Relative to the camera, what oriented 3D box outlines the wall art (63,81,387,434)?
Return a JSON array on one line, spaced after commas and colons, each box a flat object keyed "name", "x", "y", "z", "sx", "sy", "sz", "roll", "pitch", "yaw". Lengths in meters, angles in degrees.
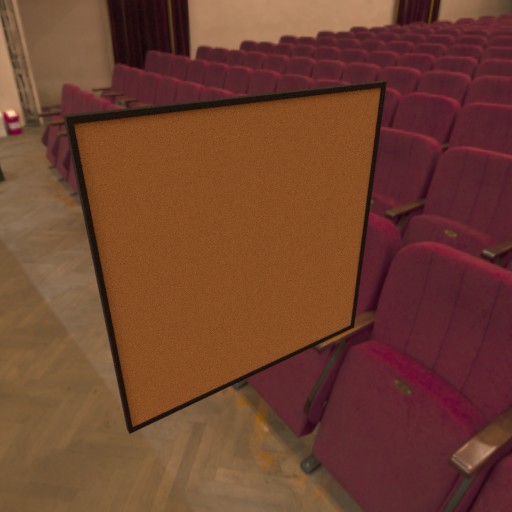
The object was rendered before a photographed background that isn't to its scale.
[{"name": "wall art", "x": 0.000, "y": 0.000, "z": 0.662, "sx": 0.458, "sy": 0.457, "sz": 0.013, "roll": -18, "pitch": 33, "yaw": -29}]
